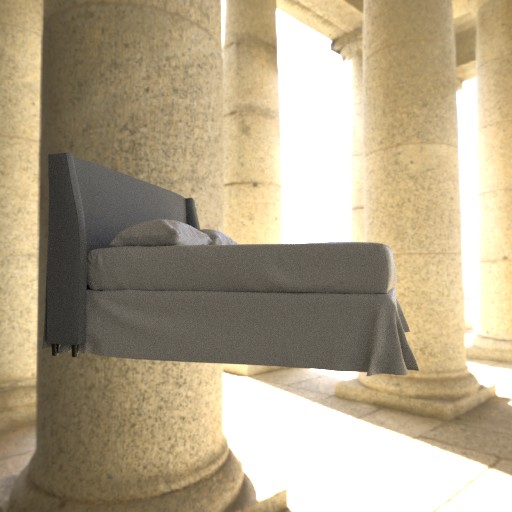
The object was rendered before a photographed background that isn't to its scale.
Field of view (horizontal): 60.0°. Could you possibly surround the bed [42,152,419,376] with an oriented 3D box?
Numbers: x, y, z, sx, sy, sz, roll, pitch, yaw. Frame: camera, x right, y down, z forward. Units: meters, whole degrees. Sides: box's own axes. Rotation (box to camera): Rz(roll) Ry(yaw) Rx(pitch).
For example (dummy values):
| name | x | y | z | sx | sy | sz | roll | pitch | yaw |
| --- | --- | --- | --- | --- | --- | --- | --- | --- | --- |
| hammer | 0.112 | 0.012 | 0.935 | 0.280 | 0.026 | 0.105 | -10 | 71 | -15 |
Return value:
| name | x | y | z | sx | sy | sz | roll | pitch | yaw |
| --- | --- | --- | --- | --- | --- | --- | --- | --- | --- |
| bed | 0.000 | 0.000 | 3.419 | 2.276 | 1.332 | 1.925 | -1 | -2 | 18 |
